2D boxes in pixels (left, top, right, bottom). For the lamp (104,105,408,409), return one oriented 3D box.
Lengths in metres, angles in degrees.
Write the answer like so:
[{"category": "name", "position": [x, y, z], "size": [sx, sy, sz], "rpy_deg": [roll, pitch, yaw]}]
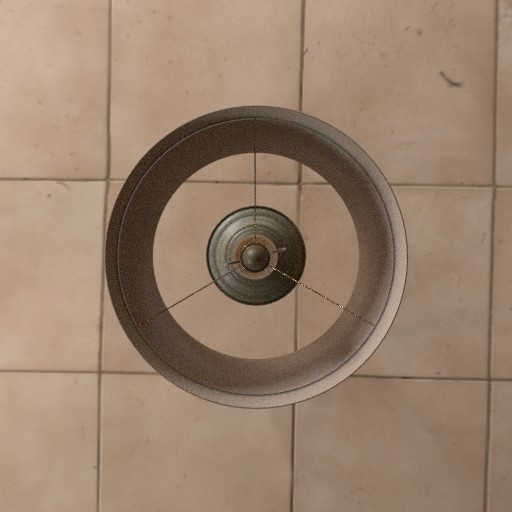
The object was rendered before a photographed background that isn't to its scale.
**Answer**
[{"category": "lamp", "position": [0.000, 0.000, 0.703], "size": [0.318, 0.486, 0.318], "rpy_deg": [0, 90, 0]}]
